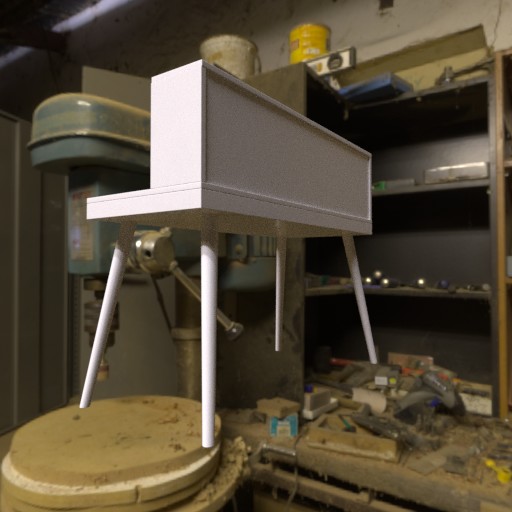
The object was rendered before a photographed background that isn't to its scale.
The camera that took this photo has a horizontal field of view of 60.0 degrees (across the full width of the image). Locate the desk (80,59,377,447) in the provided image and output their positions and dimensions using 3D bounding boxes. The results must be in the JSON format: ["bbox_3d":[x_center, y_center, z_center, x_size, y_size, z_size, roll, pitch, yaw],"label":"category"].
[{"bbox_3d":[0.000,0.000,1.767,0.559,0.990,1.199,-1,-2,35],"label":"desk"}]
